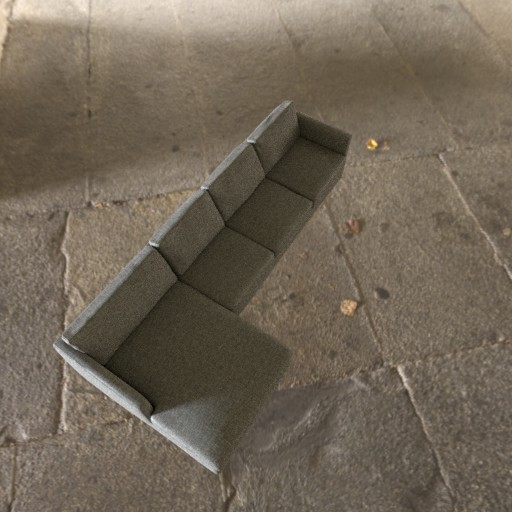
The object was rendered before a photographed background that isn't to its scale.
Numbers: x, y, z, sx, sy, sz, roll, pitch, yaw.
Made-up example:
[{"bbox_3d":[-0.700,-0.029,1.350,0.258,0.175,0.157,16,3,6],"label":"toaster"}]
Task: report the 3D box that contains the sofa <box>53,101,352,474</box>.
[{"bbox_3d":[0.000,0.000,4.240,1.635,0.960,3.485,29,62,17],"label":"sofa"}]
